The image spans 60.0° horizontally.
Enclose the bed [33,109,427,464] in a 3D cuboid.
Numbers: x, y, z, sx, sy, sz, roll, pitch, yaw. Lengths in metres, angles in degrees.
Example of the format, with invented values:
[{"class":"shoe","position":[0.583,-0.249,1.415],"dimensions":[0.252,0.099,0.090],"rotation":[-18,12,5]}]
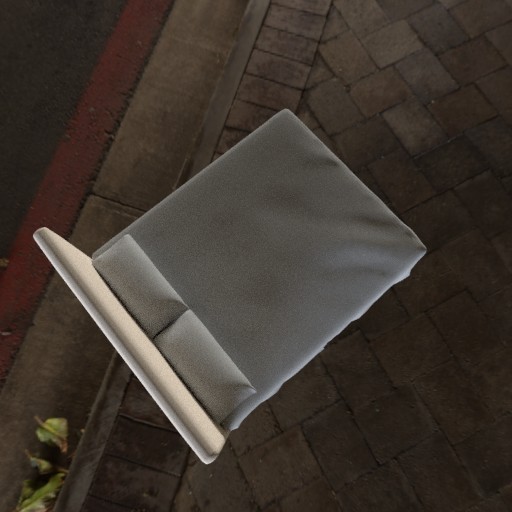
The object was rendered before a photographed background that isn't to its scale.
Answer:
[{"class":"bed","position":[0.000,0.000,3.279],"dimensions":[2.142,1.330,1.748],"rotation":[-39,78,-10]}]
